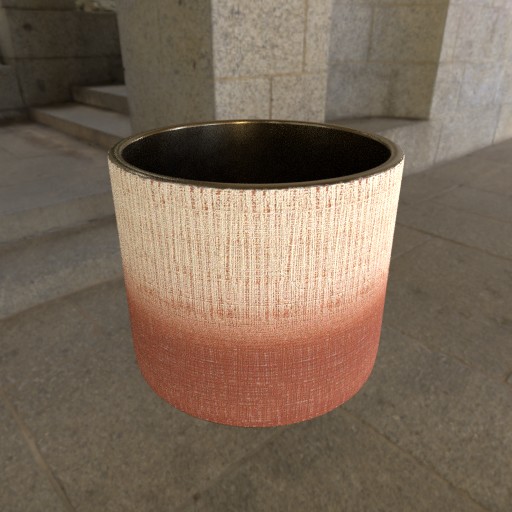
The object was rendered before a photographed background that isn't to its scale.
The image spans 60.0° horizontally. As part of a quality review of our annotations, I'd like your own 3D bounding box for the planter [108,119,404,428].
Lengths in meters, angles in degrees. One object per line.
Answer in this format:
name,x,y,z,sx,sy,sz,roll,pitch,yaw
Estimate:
planter,0.000,0.000,0.436,0.254,0.221,0.254,0,27,0
